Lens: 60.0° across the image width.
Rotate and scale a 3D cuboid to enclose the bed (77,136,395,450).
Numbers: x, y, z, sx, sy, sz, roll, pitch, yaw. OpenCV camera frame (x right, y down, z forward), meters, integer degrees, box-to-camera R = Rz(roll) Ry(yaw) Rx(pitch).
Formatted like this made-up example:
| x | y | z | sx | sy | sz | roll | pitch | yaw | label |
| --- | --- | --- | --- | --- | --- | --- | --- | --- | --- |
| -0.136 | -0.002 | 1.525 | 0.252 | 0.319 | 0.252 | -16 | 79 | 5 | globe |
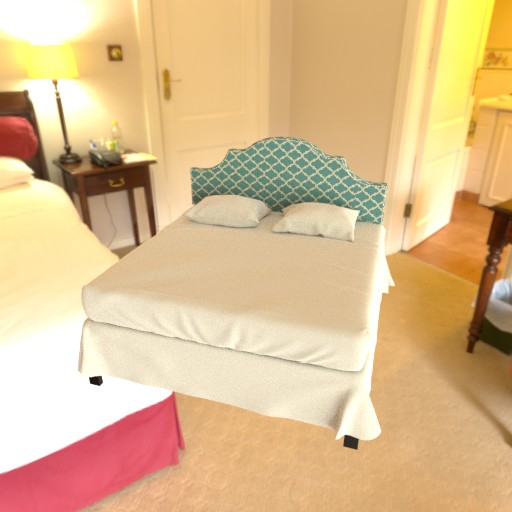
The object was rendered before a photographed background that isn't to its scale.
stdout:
| x | y | z | sx | sy | sz | roll | pitch | yaw | label |
| --- | --- | --- | --- | --- | --- | --- | --- | --- | --- |
| 0.000 | 0.000 | 3.670 | 2.314 | 1.601 | 2.222 | 8 | 27 | 16 | bed |
